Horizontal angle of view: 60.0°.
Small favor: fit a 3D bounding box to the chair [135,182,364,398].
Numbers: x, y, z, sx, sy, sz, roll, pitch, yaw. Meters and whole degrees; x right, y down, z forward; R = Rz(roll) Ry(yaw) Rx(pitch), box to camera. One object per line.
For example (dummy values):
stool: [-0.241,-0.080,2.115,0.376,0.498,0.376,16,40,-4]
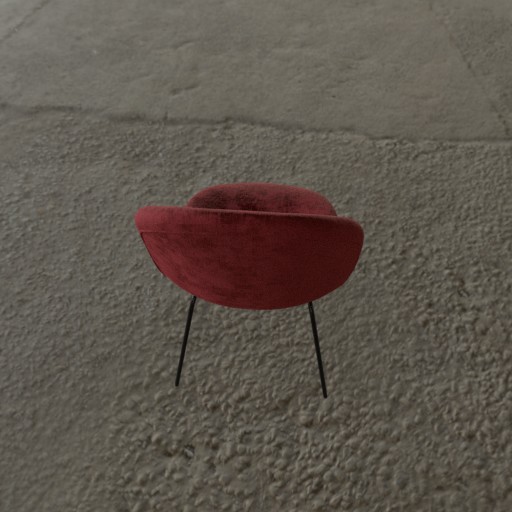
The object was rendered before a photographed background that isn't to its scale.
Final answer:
chair: [0.000,0.000,1.148,0.458,0.791,0.587,4,47,3]
